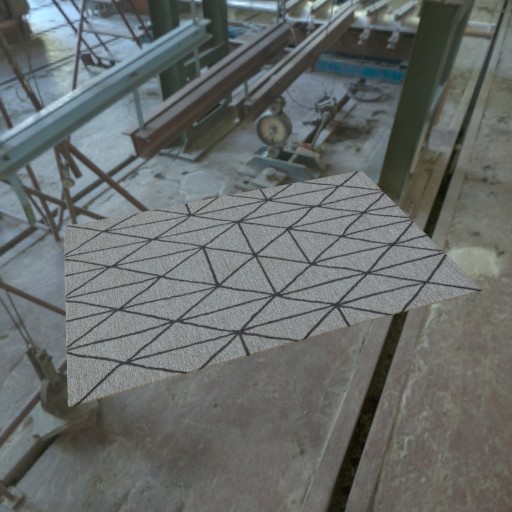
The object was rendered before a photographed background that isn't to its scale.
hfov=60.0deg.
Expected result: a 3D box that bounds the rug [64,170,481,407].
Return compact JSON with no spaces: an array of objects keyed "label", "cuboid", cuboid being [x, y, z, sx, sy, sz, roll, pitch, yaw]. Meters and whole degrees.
[{"label":"rug","cuboid":[0.000,0.000,3.014,2.465,0.008,1.526,-13,43,-14]}]
